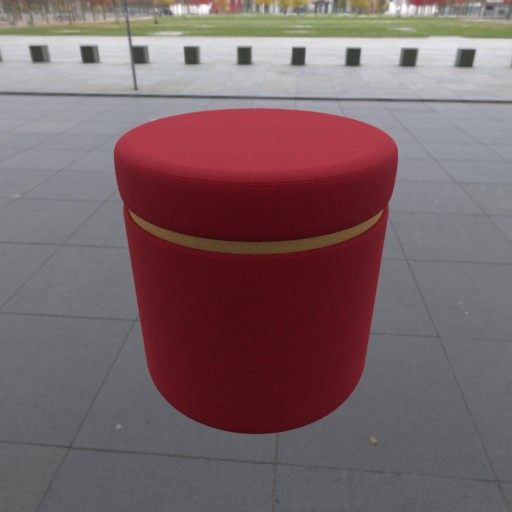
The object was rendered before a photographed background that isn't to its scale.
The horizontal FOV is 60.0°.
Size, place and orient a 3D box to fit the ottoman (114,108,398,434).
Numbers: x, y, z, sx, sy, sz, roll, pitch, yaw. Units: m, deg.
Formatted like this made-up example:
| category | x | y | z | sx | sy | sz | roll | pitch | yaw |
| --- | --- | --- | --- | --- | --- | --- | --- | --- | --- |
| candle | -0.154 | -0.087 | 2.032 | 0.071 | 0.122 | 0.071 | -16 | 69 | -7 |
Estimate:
| category | x | y | z | sx | sy | sz | roll | pitch | yaw |
| --- | --- | --- | --- | --- | --- | --- | --- | --- | --- |
| ottoman | 0.000 | 0.000 | 0.732 | 0.400 | 0.406 | 0.400 | 0 | 29 | 0 |
